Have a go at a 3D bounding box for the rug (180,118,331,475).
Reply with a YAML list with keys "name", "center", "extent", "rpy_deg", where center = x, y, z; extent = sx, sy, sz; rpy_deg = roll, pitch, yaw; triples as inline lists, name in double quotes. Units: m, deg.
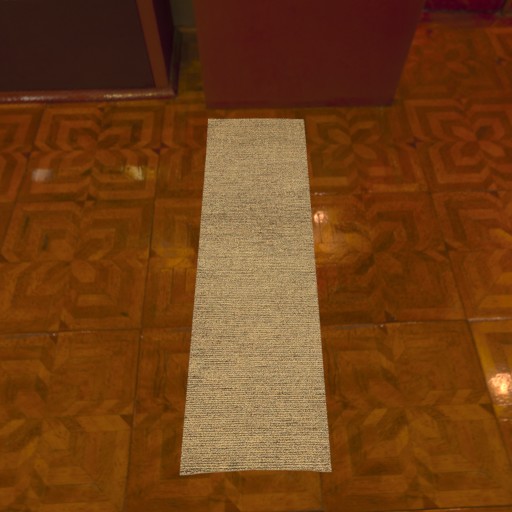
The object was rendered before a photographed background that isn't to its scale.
- name: "rug"
  center: [0.000, 0.000, 2.625]
  extent: [0.697, 0.013, 2.335]
  rpy_deg: [0, 59, 0]
